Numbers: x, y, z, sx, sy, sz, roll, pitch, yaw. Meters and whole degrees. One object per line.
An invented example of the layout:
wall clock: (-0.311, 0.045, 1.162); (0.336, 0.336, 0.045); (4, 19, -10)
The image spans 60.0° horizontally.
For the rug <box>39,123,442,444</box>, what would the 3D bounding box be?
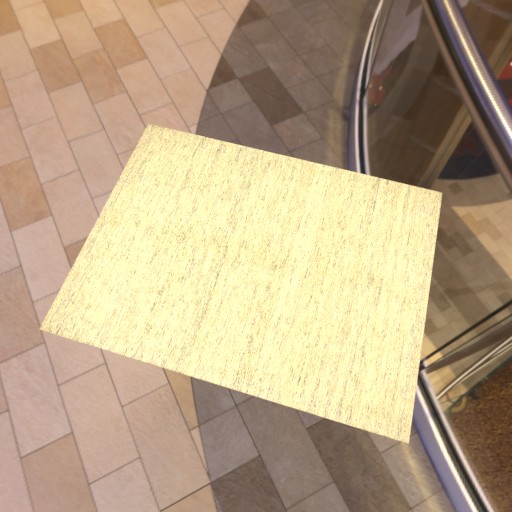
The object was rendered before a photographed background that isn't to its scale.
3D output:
rug: (0.000, 0.000, 4.157); (3.201, 0.014, 2.437); (15, 65, 7)
